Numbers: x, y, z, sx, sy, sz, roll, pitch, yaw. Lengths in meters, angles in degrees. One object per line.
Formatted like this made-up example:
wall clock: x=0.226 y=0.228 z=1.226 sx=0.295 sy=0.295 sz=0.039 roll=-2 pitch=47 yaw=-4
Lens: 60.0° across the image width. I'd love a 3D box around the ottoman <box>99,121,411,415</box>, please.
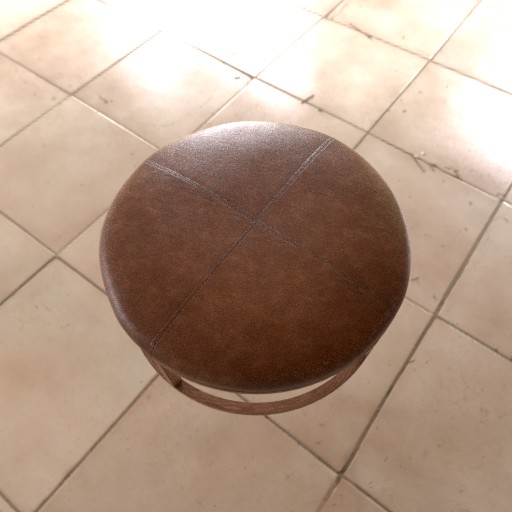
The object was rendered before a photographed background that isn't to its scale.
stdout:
ottoman: x=0.000 y=0.000 z=1.565 sx=1.006 sy=0.445 sz=1.006 roll=0 pitch=60 yaw=0
